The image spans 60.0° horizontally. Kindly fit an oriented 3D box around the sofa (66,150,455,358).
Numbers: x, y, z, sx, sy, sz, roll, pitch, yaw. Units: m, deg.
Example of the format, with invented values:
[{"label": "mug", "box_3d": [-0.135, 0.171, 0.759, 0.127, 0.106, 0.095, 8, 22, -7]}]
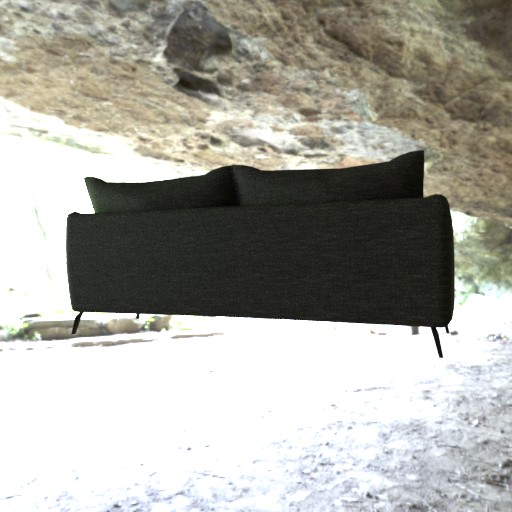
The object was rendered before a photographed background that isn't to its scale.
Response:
[{"label": "sofa", "box_3d": [0.000, 0.000, 2.414, 2.019, 0.843, 0.807, 0, -1, 19]}]
